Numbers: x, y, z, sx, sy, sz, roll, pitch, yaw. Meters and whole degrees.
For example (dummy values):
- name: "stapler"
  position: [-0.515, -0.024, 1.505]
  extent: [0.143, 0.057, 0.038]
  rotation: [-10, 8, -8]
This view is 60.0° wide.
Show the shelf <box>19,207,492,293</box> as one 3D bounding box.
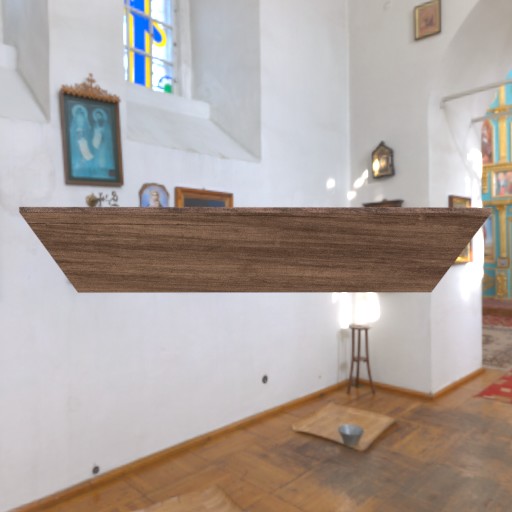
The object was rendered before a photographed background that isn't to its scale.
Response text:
- name: "shelf"
  position: [0.000, 0.000, 0.671]
  extent: [0.610, 0.125, 0.200]
  rotation: [0, 0, -1]
